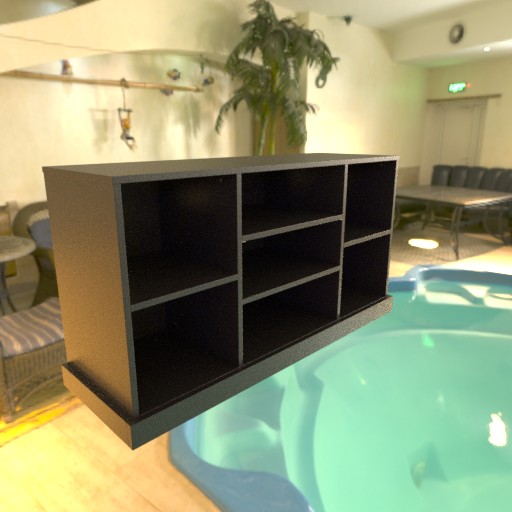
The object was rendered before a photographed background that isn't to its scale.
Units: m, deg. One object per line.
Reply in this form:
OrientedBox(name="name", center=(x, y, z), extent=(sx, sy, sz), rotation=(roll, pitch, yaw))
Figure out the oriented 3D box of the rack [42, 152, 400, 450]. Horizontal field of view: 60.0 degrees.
OrientedBox(name="rack", center=(0.000, 0.000, 1.501), extent=(1.206, 0.635, 0.399), rotation=(-15, 21, -43))
